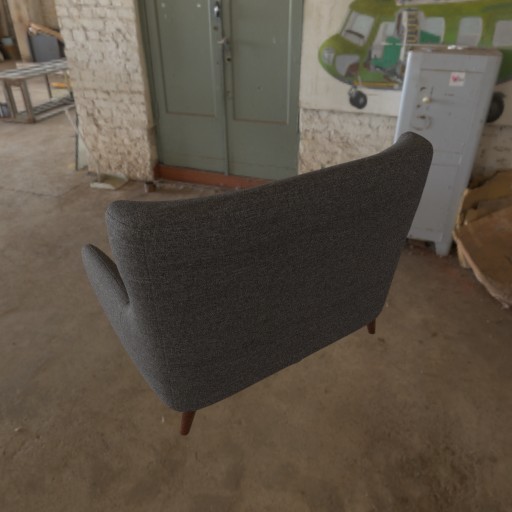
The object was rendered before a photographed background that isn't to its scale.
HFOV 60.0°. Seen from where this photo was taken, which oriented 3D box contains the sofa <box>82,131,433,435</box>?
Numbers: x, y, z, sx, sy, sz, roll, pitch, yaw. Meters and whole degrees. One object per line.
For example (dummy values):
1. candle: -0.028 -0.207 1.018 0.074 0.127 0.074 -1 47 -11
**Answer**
1. sofa: 0.000 0.000 1.999 1.358 1.028 0.874 -19 36 -29
